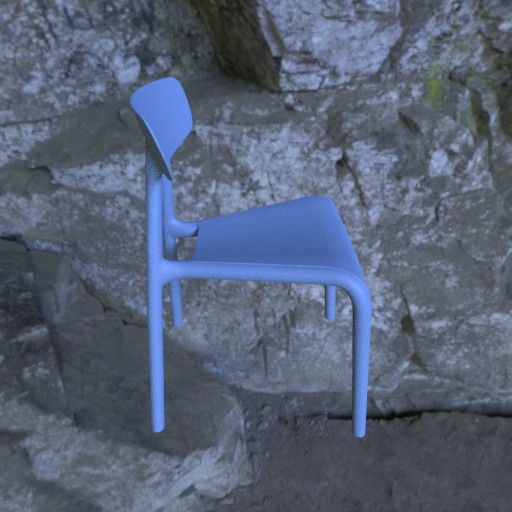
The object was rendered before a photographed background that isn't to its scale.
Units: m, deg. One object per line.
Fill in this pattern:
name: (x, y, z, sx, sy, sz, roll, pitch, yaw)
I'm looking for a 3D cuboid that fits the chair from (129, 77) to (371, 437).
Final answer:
chair: (0.000, 0.000, 0.816, 0.401, 0.580, 0.356, -1, 32, -1)
